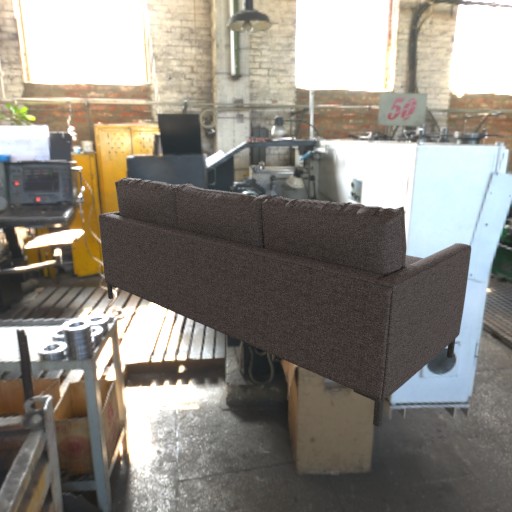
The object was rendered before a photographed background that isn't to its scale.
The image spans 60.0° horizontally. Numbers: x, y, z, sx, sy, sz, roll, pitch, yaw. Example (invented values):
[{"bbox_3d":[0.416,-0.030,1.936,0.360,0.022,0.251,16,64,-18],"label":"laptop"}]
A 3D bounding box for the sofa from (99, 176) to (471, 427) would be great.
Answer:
[{"bbox_3d":[0.000,0.000,2.720,2.253,0.882,0.876,14,20,41],"label":"sofa"}]
